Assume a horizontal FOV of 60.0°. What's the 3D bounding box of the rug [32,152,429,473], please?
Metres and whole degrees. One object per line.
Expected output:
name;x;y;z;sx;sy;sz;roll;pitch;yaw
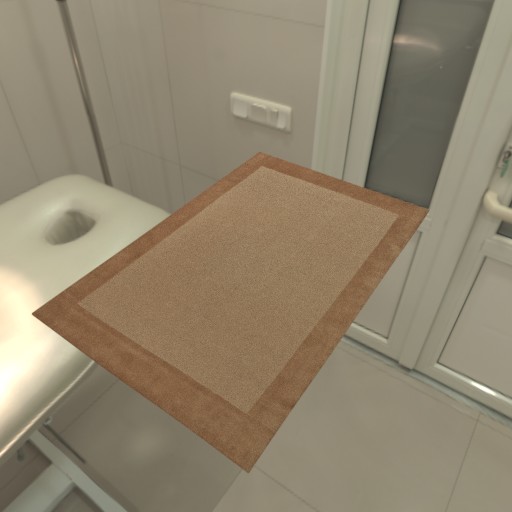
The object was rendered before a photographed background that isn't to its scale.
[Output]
rug;0.000;0.000;2.313;1.219;0.014;1.829;25;48;25
